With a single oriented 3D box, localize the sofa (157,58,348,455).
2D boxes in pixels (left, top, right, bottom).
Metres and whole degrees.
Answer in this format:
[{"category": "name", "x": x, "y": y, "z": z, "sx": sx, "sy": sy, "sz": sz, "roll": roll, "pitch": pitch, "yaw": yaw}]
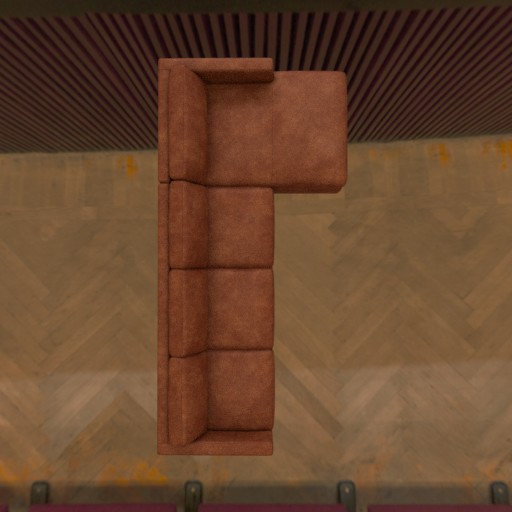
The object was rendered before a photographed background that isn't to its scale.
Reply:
[{"category": "sofa", "x": 0.000, "y": 0.000, "z": 3.852, "sx": 1.581, "sy": 0.883, "sz": 3.203, "roll": 0, "pitch": 89, "yaw": 1}]
